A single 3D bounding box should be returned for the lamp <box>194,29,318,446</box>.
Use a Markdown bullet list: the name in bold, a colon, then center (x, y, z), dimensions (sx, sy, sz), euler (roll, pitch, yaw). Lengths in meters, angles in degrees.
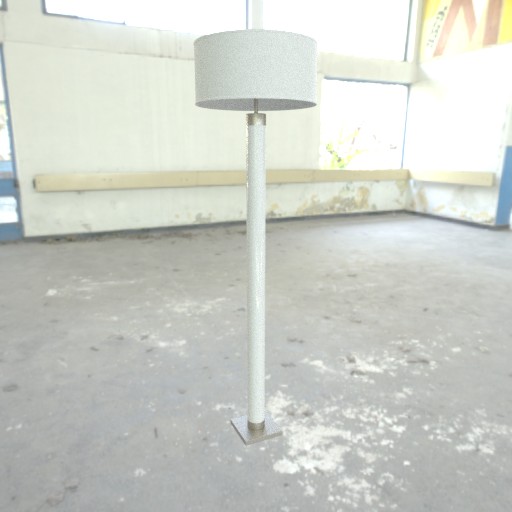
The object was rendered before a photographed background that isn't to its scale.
- **lamp**: center (0.000, 0.000, 1.661), dimensions (0.420, 1.475, 0.420), euler (-6, 14, -24)
